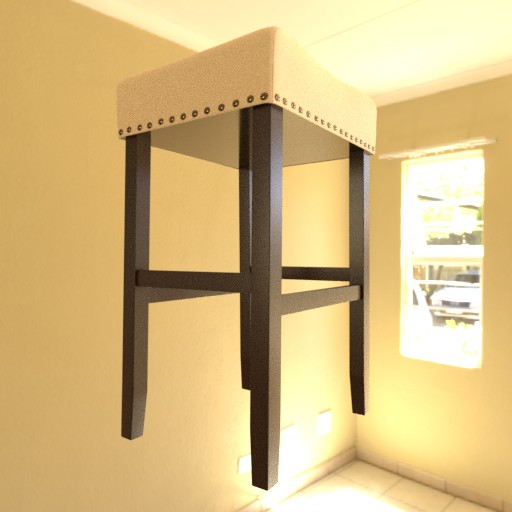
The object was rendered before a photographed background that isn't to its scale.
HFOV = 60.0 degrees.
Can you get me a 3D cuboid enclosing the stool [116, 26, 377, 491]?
[{"bbox_3d":[0.000,0.000,1.006,0.401,0.762,0.471,0,0,35],"label":"stool"}]
